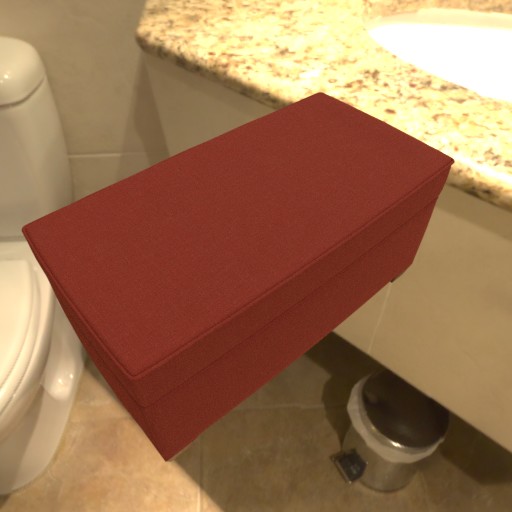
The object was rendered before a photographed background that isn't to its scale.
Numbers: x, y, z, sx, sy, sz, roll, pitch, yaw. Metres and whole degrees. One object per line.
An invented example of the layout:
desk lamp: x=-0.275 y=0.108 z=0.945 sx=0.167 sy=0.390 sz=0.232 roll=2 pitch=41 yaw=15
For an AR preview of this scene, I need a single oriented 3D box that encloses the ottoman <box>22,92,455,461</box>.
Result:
ottoman: x=0.000 y=0.000 z=1.188 sx=0.948 sy=0.454 sz=0.497 roll=-32 pitch=55 yaw=-26
